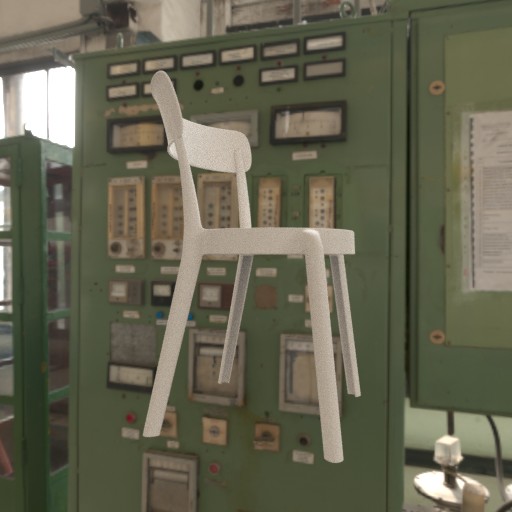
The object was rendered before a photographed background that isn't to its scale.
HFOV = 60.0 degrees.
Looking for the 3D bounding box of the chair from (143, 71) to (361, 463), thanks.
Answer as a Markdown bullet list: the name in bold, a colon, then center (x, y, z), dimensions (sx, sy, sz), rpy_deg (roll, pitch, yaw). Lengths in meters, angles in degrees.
- **chair**: center (0.000, 0.000, 1.130), dimensions (0.491, 0.790, 0.506), rpy_deg (0, 0, 18)
